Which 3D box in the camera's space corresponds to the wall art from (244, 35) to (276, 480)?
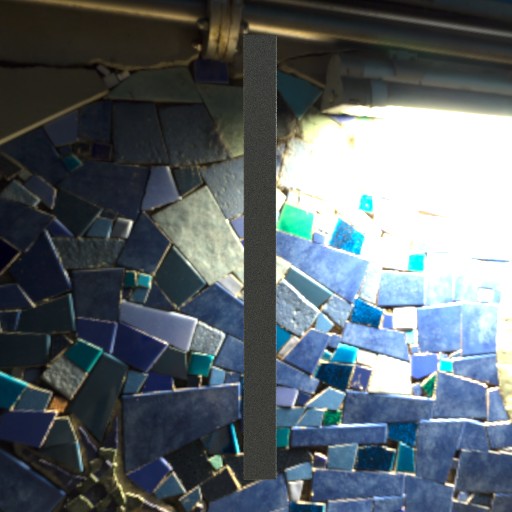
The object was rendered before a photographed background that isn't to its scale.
[{"bbox_3d":[0.000,0.000,0.759,0.037,0.508,0.508,0,1,-1],"label":"wall art"}]
